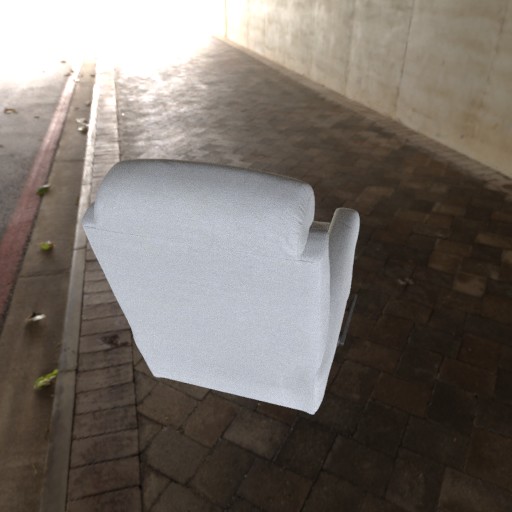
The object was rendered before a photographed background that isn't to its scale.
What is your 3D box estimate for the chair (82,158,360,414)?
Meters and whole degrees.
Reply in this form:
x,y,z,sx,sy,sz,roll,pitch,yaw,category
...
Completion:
x,y,z,sx,sy,sz,roll,pitch,yaw,category
0.000,0.000,1.722,0.798,1.013,1.043,9,33,14,chair
